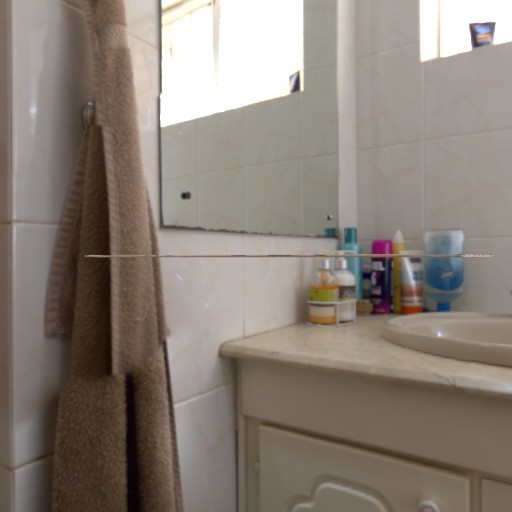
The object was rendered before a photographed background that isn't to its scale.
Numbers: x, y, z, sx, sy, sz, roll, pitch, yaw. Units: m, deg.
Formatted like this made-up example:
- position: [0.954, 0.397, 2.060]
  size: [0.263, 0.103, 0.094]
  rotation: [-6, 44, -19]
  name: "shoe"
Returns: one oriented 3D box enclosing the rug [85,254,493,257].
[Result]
- position: [0.000, 0.000, 2.513]
  size: [2.301, 0.017, 0.692]
  rotation: [0, 0, 36]
  name: "rug"
